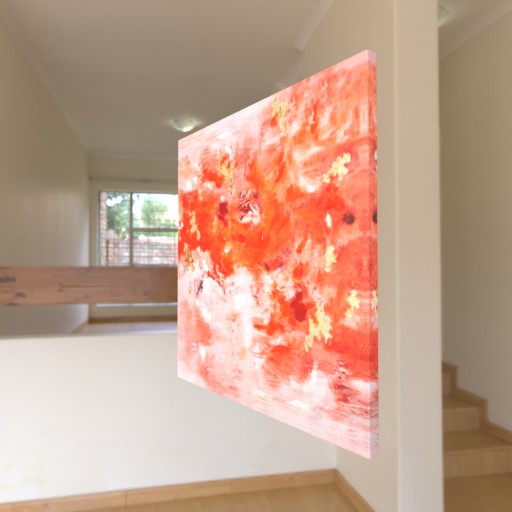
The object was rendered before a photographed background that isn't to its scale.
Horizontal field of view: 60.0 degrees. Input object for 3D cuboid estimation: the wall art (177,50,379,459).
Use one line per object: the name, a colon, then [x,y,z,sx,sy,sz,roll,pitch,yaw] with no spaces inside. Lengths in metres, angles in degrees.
wall art: [0.000,0.000,1.314,0.066,0.878,0.878,1,-2,-37]
